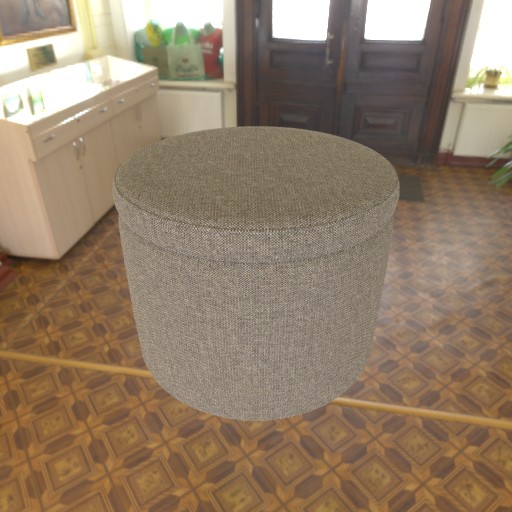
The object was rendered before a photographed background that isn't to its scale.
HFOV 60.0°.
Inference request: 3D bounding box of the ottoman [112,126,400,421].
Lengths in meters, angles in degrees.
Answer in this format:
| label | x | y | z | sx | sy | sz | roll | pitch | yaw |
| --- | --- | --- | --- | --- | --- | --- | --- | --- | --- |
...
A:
| label | x | y | z | sx | sy | sz | roll | pitch | yaw |
| --- | --- | --- | --- | --- | --- | --- | --- | --- | --- |
| ottoman | 0.000 | 0.000 | 0.920 | 0.520 | 0.430 | 0.520 | 0 | 31 | 0 |
